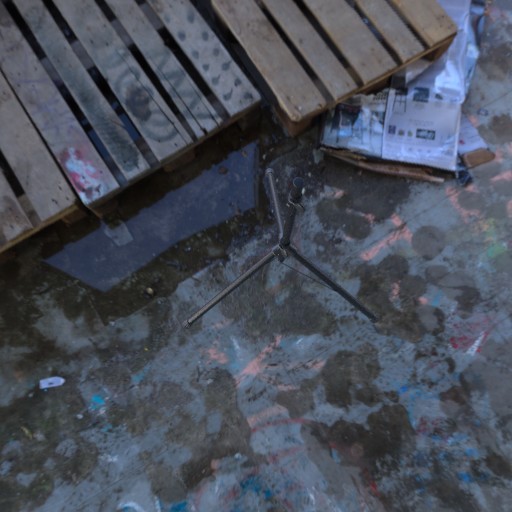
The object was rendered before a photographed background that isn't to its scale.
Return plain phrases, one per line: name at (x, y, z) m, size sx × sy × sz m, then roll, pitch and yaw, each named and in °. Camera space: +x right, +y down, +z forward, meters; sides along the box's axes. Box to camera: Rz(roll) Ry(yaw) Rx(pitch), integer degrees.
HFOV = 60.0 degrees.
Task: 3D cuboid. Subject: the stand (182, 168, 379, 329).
stand at (0.000, 0.000, 1.867) m, size 0.907 × 1.136 × 1.045 m, roll -31°, pitch 78°, yaw -7°
